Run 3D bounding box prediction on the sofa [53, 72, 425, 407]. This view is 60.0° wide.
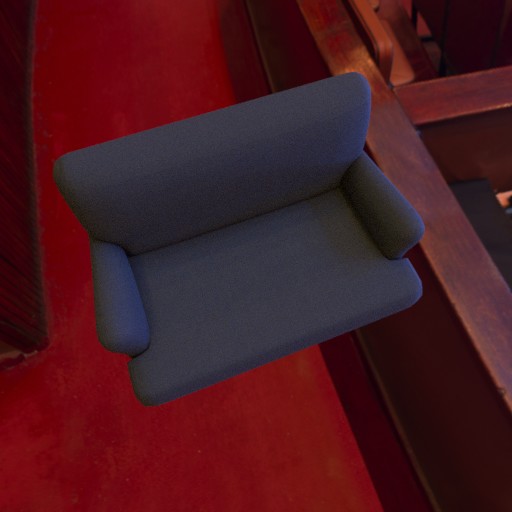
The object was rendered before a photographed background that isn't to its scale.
[{"bbox_3d":[0.000,0.000,1.799,1.297,0.889,0.779,-19,65,-9],"label":"sofa"}]
